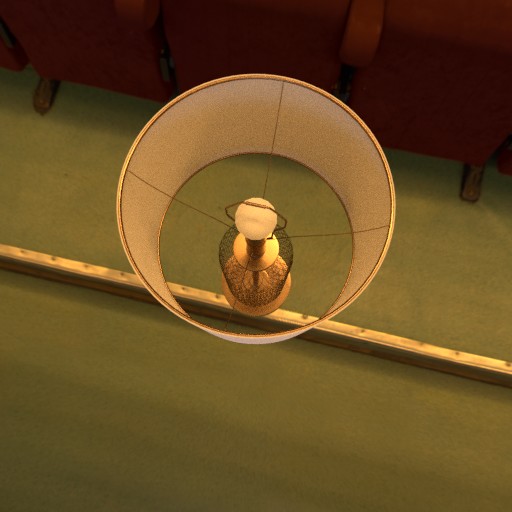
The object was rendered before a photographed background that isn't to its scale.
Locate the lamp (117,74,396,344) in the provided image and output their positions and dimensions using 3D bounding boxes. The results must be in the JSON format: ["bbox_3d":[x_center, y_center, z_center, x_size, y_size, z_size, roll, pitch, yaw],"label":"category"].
[{"bbox_3d":[0.000,0.000,0.636,0.252,0.483,0.252,12,78,3],"label":"lamp"}]
